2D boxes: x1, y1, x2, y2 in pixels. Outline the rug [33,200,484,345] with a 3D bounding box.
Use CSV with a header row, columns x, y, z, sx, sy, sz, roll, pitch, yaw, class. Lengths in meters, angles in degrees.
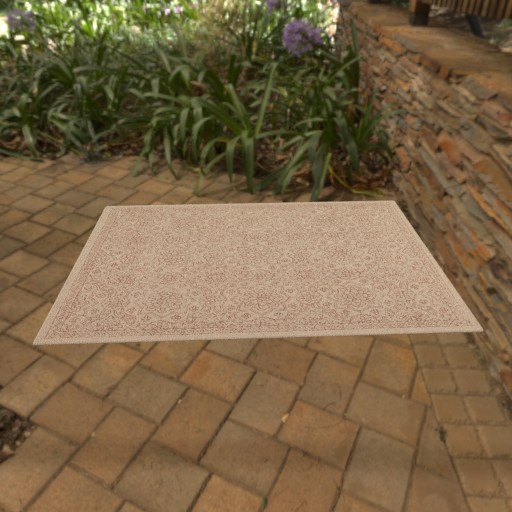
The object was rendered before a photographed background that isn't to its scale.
x,y,z,sx,sy,sz,roll,pitch,yaw,class
0.000,0.000,2.300,1.829,0.010,1.219,-1,33,-2,rug
